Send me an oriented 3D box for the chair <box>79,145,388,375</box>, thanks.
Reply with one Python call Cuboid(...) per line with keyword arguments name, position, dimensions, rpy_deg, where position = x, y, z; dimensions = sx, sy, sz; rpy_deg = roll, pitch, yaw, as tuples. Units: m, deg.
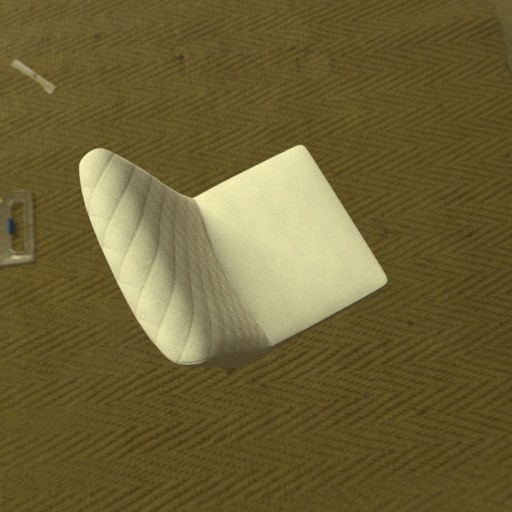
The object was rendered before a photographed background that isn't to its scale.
Cuboid(name="chair", position=(0.000, 0.000, 1.263), dimensions=(0.597, 0.933, 0.503), rpy_deg=(-27, 76, -7))
